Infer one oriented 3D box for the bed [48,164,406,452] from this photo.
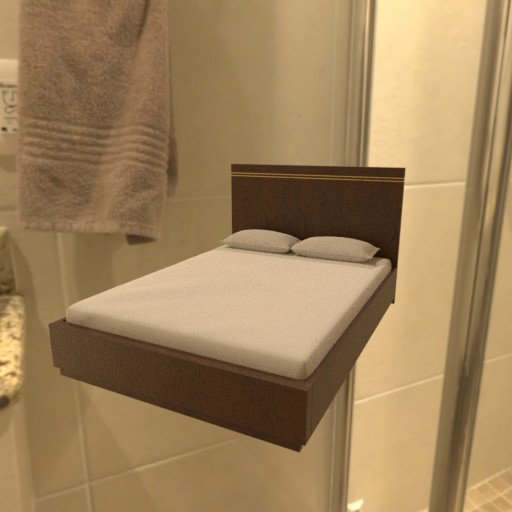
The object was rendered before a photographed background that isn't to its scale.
[{"bbox_3d":[0.000,0.000,3.150,1.613,1.169,2.221,7,16,26],"label":"bed"}]
